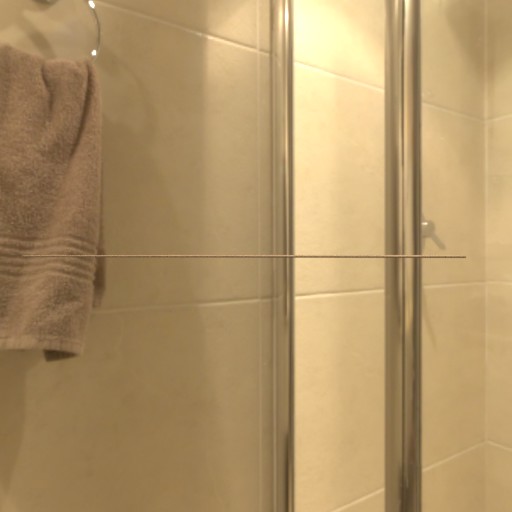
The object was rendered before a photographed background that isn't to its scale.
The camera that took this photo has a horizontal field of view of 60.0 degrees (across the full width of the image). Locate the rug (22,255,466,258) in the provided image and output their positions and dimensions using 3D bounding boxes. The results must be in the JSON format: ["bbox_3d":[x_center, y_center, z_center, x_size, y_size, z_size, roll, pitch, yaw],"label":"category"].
[{"bbox_3d":[0.000,0.000,2.309,1.839,0.009,1.236,0,0,18],"label":"rug"}]
